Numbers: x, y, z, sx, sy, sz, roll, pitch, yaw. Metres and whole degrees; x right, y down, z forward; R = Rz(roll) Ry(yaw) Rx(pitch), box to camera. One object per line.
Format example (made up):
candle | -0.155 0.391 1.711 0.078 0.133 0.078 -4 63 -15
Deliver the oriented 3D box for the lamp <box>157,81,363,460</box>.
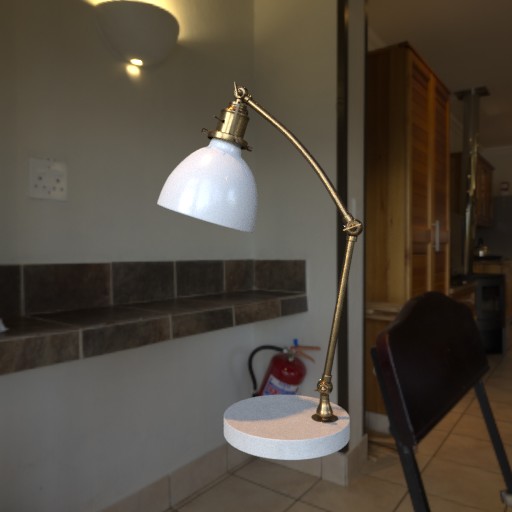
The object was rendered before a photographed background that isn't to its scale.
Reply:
lamp | 0.000 0.000 0.673 0.317 0.522 0.186 0 0 17
